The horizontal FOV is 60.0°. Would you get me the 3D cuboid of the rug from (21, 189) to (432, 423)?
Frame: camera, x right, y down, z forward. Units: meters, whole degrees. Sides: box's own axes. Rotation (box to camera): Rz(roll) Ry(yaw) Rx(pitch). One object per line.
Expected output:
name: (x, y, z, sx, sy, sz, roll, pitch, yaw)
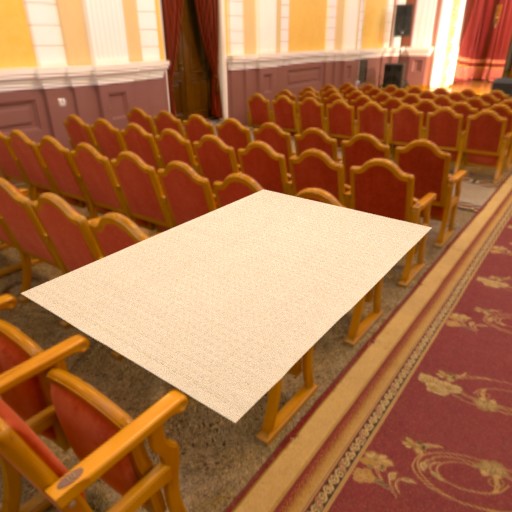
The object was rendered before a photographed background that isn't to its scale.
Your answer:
rug: (0.000, 0.000, 2.842, 1.523, 0.006, 2.289, 18, 32, 32)
